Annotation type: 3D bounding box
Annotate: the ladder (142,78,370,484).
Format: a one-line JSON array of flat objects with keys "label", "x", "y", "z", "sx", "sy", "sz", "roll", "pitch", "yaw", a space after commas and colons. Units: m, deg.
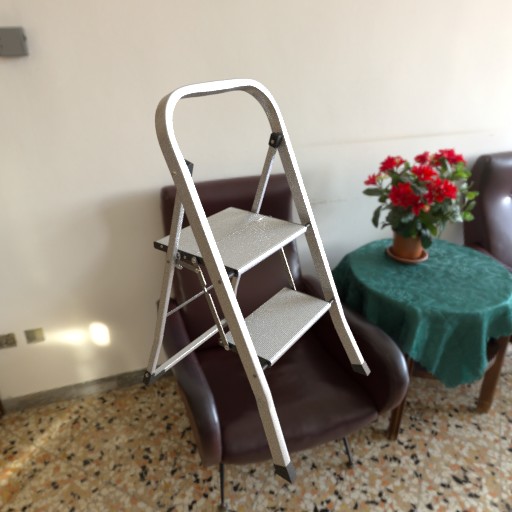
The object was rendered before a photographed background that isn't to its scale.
[{"label": "ladder", "x": 0.000, "y": 0.000, "z": 1.138, "sx": 0.530, "sy": 0.830, "sz": 0.465, "roll": 18, "pitch": 32, "yaw": 31}]
